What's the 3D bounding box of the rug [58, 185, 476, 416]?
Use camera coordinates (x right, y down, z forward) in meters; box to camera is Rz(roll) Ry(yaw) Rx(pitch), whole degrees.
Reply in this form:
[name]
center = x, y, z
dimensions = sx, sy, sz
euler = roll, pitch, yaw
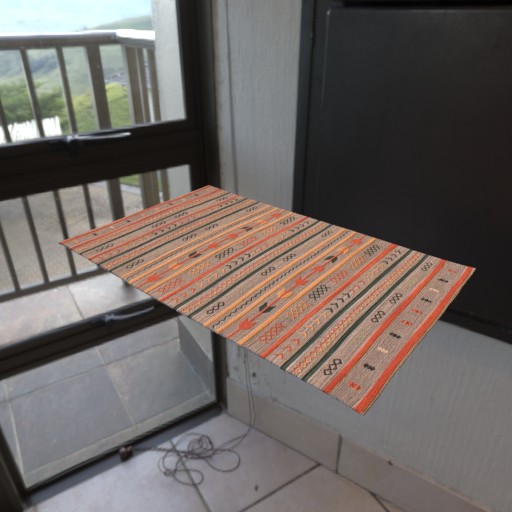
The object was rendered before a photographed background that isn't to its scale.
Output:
[rug]
center = 0.000, 0.000, 3.037
dimensions = 2.439, 0.029, 1.537
euler = 22, 36, 34
